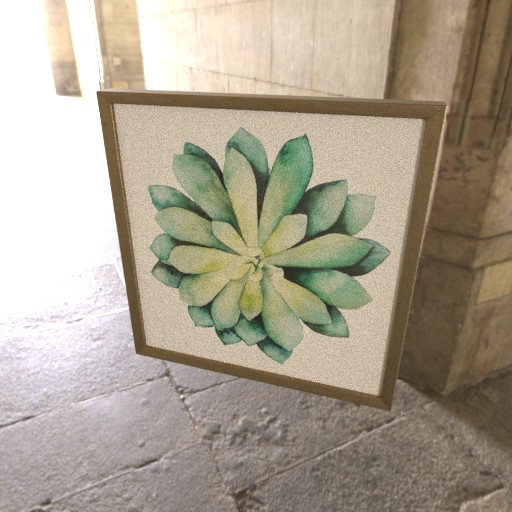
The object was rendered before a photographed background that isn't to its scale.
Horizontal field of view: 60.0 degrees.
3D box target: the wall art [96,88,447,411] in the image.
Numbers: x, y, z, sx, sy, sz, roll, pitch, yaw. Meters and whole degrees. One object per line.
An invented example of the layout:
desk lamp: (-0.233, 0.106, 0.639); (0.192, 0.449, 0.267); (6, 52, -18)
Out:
wall art: (0.000, 0.000, 0.740); (0.503, 0.506, 0.040); (8, 28, 16)
